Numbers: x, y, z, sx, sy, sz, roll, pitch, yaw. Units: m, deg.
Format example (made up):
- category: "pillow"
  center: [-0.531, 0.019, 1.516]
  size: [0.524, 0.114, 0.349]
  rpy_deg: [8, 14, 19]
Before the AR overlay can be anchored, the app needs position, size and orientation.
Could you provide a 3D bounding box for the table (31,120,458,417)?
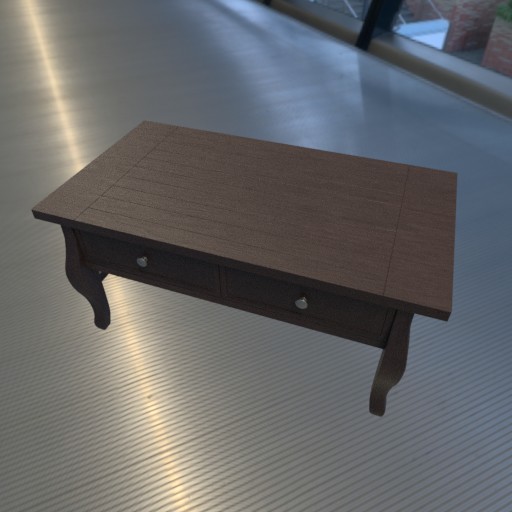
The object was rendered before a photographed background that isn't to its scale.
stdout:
- category: "table"
  center: [0.000, 0.000, 1.410]
  size: [1.062, 0.494, 0.600]
  rpy_deg: [13, 43, 15]
